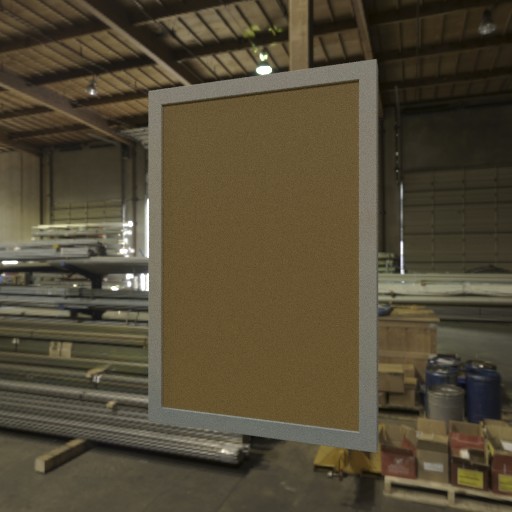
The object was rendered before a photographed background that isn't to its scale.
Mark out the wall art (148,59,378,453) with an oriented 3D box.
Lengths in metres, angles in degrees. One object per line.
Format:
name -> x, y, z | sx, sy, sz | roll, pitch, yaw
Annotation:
wall art -> 0.000, 0.000, 0.771 | 0.408, 0.611, 0.038 | 0, 0, 19
